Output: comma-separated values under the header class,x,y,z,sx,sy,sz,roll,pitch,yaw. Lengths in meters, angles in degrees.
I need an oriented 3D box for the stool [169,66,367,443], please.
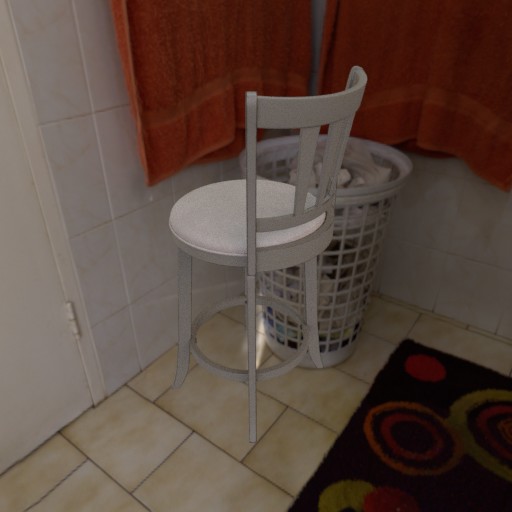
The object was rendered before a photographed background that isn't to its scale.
class,x,y,z,sx,sy,sz,roll,pitch,yaw
stool,0.000,0.000,1.276,0.486,0.994,0.450,22,37,32
